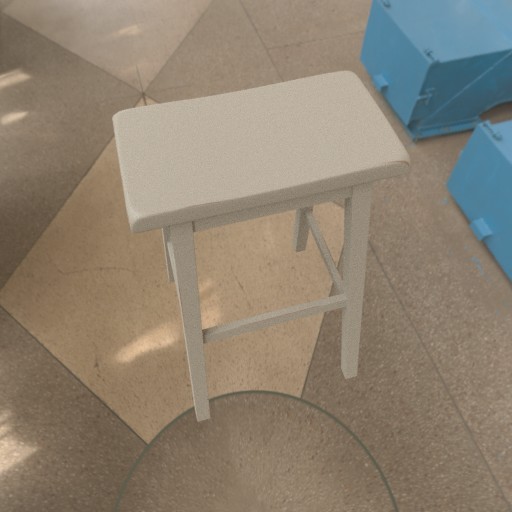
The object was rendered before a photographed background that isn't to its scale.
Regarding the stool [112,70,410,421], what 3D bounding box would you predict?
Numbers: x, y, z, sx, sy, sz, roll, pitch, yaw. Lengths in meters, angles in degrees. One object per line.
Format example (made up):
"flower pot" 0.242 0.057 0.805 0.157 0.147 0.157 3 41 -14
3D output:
"stool" 0.000 0.000 1.031 0.457 0.737 0.476 -13 58 -8
